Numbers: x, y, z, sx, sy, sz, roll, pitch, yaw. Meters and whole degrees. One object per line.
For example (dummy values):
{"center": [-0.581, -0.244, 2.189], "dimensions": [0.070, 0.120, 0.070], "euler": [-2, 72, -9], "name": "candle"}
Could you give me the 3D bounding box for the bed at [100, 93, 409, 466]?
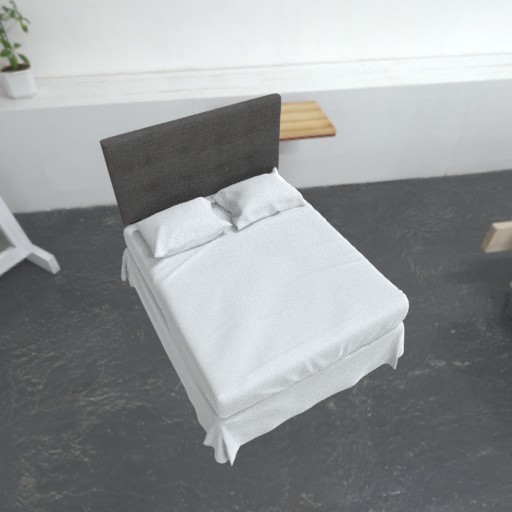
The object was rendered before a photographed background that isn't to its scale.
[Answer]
{"center": [0.000, 0.000, 3.638], "dimensions": [1.936, 1.577, 2.222], "euler": [-22, 50, -20], "name": "bed"}
